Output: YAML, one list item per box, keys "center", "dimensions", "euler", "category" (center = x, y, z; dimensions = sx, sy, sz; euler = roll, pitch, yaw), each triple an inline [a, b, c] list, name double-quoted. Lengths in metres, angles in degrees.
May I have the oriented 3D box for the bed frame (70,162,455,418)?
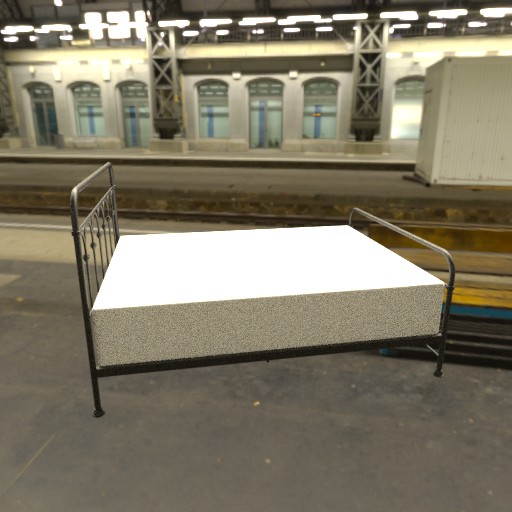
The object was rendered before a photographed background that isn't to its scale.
- center: [0.000, 0.000, 3.280]
  dimensions: [2.203, 1.276, 1.664]
  euler: [-3, 18, -10]
  category: "bed frame"
